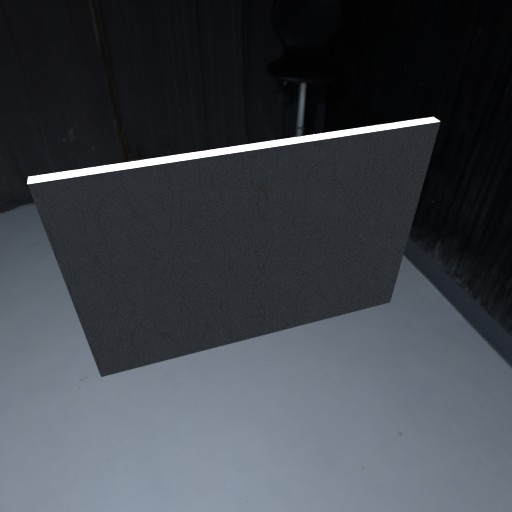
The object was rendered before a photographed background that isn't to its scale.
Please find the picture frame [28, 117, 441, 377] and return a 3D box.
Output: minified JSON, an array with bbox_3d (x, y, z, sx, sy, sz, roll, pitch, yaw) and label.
[{"bbox_3d":[0.000,0.000,1.197,0.950,0.640,0.029,-12,42,-14],"label":"picture frame"}]
